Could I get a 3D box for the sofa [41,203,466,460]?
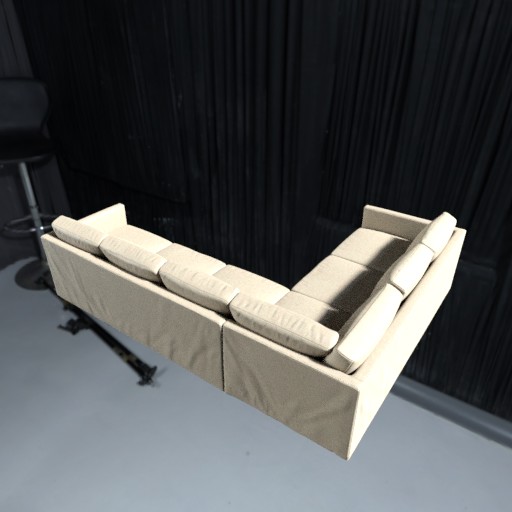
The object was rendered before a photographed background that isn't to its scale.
[{"bbox_3d":[0.000,0.000,4.268,3.182,0.871,2.432,20,37,30],"label":"sofa"}]
